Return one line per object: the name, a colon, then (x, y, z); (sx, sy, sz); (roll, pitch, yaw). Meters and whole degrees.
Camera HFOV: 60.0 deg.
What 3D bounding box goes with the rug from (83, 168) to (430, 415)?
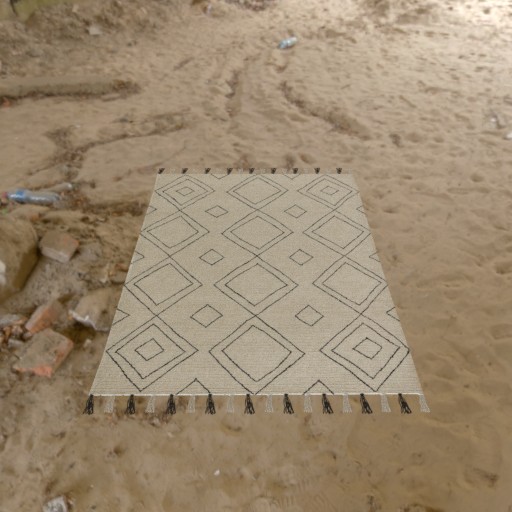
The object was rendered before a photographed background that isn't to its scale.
rug: (0.000, 0.000, 4.186); (2.342, 0.026, 3.221); (0, 42, 0)
